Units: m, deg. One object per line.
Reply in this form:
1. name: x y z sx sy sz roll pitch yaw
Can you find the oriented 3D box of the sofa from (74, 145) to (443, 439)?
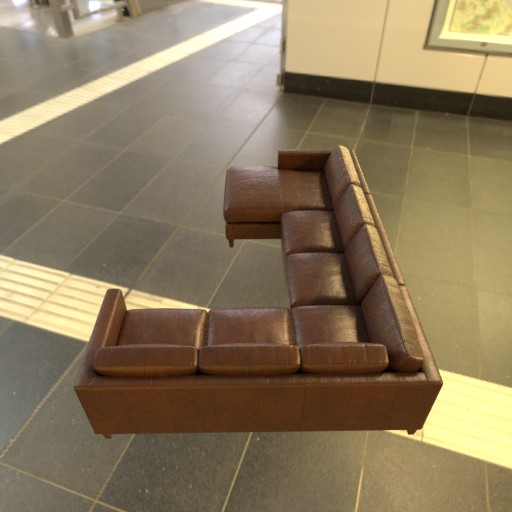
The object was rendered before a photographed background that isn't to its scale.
1. sofa: 0.000 0.000 4.359 2.452 0.891 3.324 -1 41 -1
